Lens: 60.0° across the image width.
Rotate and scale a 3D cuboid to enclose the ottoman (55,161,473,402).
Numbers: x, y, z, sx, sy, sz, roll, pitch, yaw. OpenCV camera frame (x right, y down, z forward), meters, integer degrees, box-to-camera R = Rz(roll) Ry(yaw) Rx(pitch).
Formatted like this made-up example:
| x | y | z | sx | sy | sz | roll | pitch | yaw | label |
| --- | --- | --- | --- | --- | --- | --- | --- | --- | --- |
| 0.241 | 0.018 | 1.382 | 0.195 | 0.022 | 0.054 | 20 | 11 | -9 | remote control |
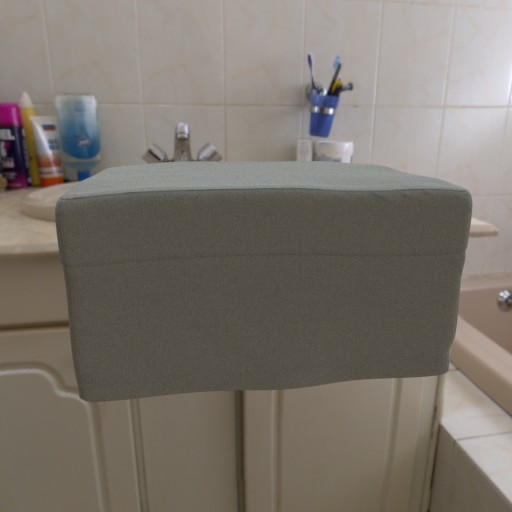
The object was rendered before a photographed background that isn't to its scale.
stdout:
| x | y | z | sx | sy | sz | roll | pitch | yaw | label |
| --- | --- | --- | --- | --- | --- | --- | --- | --- | --- |
| 0.000 | 0.000 | 1.200 | 0.833 | 0.461 | 0.648 | -2 | 17 | -7 | ottoman |
